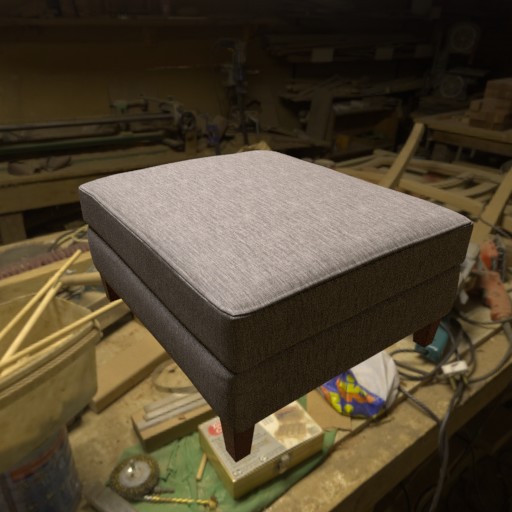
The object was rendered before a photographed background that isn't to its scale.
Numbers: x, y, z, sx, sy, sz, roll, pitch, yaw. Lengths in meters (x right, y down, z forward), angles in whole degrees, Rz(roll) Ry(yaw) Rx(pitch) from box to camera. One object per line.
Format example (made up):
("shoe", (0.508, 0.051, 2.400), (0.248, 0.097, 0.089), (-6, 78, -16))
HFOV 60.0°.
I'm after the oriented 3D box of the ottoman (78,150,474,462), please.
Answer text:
("ottoman", (0.000, 0.000, 1.462), (0.839, 0.492, 0.994), (-18, 33, -31))
